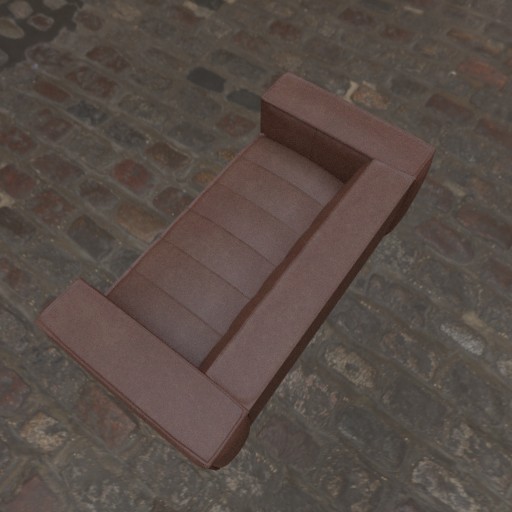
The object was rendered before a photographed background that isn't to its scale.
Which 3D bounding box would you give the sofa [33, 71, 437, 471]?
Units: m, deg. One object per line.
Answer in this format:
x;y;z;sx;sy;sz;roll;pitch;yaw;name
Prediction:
0.000;0.000;2.561;1.102;0.703;2.088;34;68;16;sofa
